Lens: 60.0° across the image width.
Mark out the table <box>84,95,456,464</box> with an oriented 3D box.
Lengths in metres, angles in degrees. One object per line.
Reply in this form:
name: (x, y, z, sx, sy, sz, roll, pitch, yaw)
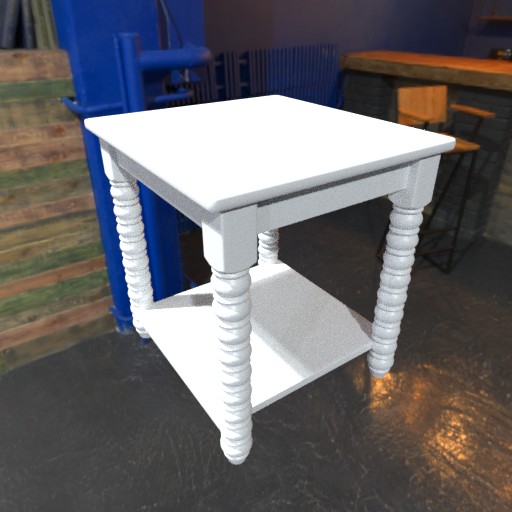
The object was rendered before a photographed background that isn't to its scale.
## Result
table: (0.000, 0.000, 0.985, 0.500, 0.563, 0.533, -19, 35, -30)
